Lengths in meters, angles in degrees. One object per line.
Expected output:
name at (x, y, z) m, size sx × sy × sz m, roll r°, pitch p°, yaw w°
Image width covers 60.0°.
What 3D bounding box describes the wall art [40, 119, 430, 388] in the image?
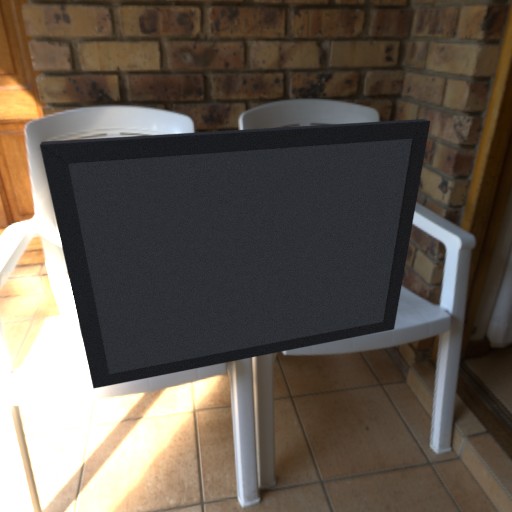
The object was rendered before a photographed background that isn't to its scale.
wall art at (0.000, 0.000, 0.550) m, size 0.432 × 0.306 × 0.016 m, roll -8°, pitch 28°, yaw -15°
